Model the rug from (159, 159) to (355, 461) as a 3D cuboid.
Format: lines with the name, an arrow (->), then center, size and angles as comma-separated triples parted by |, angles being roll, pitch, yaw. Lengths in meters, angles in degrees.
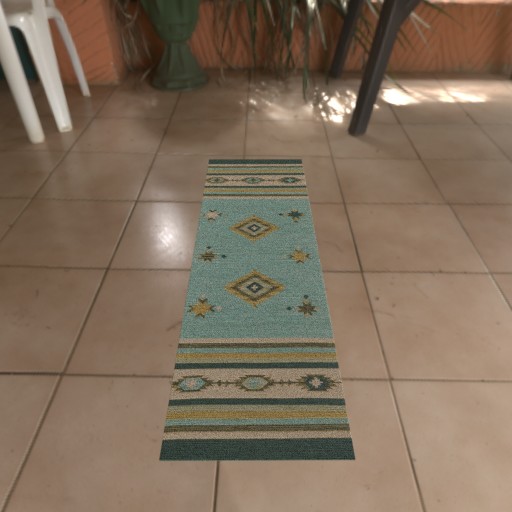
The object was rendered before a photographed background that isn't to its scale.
rug -> 0.000, 0.000, 2.624 | 0.744, 0.010, 2.441 | 0, 39, 0
